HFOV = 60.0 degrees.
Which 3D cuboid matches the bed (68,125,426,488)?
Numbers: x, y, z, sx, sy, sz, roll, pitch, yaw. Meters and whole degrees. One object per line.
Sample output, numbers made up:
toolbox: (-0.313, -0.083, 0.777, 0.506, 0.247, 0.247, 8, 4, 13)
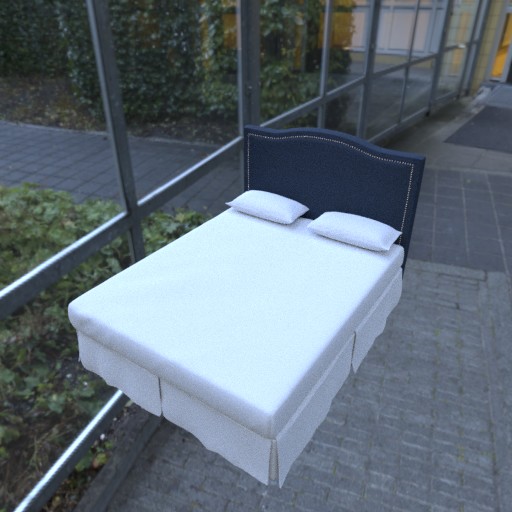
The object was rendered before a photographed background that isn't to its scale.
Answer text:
bed: (0.000, 0.000, 3.389, 1.821, 1.436, 2.282, 19, 36, 29)
